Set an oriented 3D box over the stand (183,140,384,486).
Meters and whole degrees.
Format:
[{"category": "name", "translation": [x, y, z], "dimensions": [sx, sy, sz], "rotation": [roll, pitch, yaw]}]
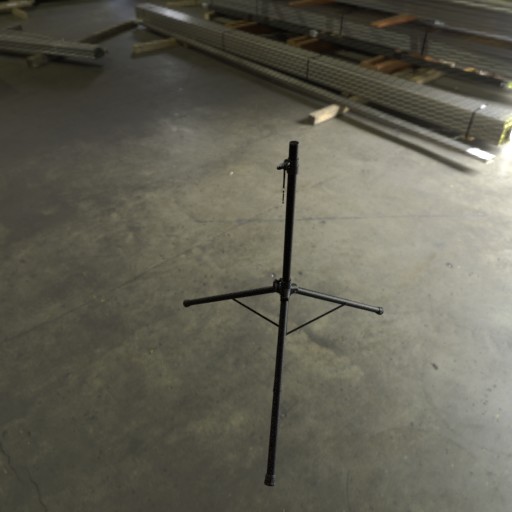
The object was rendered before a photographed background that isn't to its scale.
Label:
[{"category": "stand", "translation": [0.000, 0.000, 2.684], "dimensions": [1.339, 1.595, 1.596], "rotation": [24, 45, 27]}]
